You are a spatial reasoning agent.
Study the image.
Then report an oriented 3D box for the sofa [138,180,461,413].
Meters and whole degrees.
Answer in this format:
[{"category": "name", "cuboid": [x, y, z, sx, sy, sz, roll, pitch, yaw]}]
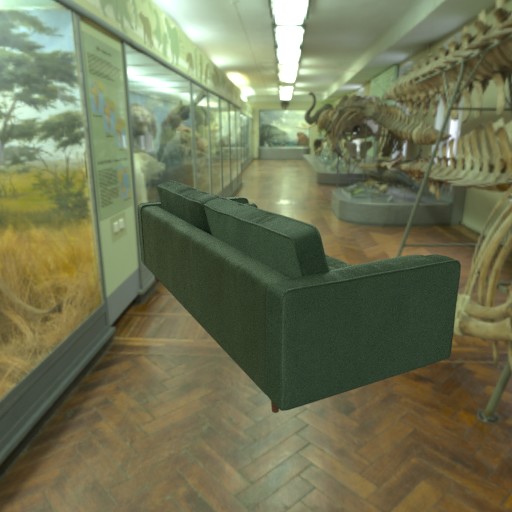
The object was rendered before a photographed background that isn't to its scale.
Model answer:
[{"category": "sofa", "cuboid": [0.000, 0.000, 2.684, 0.918, 0.769, 2.199, -8, 17, -26]}]
